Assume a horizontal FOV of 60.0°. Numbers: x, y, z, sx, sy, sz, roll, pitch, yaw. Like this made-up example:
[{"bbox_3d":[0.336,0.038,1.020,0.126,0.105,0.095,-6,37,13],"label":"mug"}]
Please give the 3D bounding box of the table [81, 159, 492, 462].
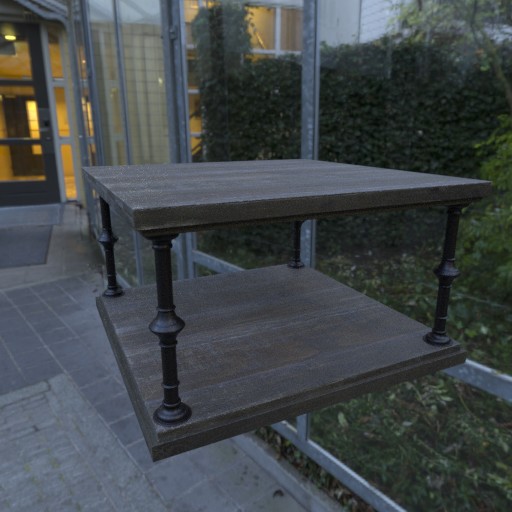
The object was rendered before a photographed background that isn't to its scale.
[{"bbox_3d":[0.000,0.000,1.082,0.696,0.400,0.696,-8,18,-25],"label":"table"}]
